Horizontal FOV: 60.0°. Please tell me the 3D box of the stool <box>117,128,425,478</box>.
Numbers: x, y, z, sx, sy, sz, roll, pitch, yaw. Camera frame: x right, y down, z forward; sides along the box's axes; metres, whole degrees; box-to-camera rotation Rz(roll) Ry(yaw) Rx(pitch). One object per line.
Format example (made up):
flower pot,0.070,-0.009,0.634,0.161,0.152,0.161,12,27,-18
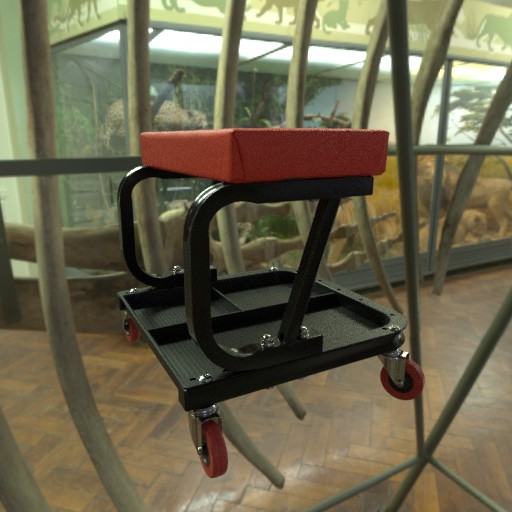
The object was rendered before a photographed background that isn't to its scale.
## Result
stool,0.000,0.000,0.698,0.371,0.380,0.446,-8,17,-27
